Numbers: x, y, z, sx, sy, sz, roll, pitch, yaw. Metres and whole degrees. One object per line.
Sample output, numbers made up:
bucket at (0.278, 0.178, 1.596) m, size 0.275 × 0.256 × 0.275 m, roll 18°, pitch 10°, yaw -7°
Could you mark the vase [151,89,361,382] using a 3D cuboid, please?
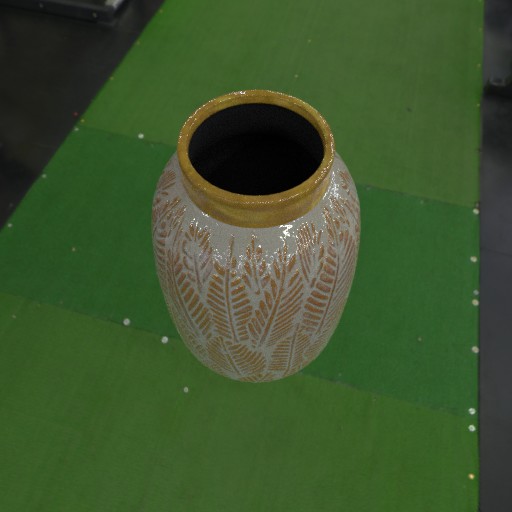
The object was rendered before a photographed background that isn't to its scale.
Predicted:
vase at (0.000, 0.000, 0.385) m, size 0.172 × 0.270 × 0.172 m, roll 0°, pitch 59°, yaw 0°
